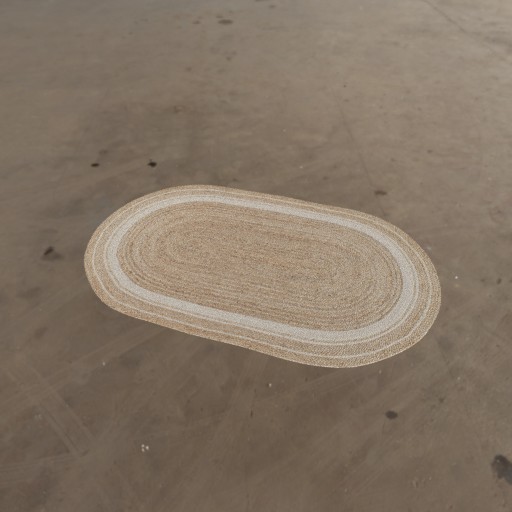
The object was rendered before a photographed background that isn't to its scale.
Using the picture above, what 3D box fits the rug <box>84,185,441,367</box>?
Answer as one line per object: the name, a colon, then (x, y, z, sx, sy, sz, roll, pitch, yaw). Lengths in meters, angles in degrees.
rug: (0.000, 0.000, 3.054, 2.432, 0.006, 1.520, 12, 43, 13)
